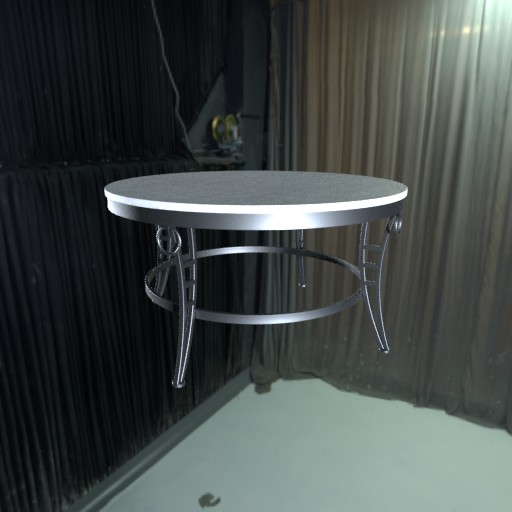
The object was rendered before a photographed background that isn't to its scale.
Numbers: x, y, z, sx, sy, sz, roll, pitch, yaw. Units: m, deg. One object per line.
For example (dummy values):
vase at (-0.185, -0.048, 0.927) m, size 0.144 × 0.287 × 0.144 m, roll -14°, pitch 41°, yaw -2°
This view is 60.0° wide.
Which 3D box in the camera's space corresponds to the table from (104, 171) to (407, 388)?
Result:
table at (0.000, 0.000, 1.432) m, size 0.889 × 0.470 × 0.889 m, roll 0°, pitch 16°, yaw 0°
